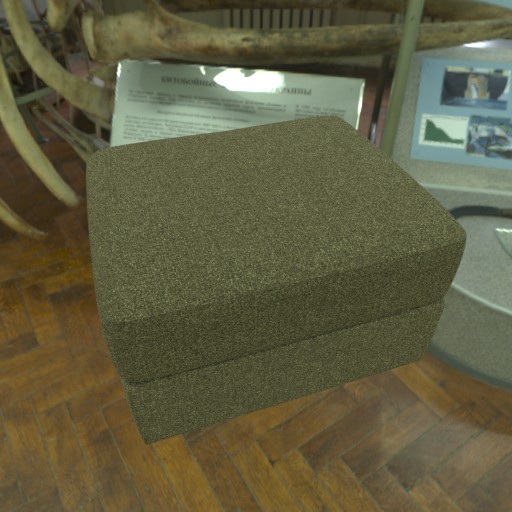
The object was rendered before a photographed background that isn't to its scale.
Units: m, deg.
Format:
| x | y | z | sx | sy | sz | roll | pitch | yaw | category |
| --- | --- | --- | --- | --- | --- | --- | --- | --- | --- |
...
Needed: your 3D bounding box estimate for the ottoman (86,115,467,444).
| x | y | z | sx | sy | sz | roll | pitch | yaw | category |
| --- | --- | --- | --- | --- | --- | --- | --- | --- | --- |
| 0.000 | 0.000 | 1.107 | 0.742 | 0.476 | 0.598 | -12 | 43 | -14 | ottoman |
